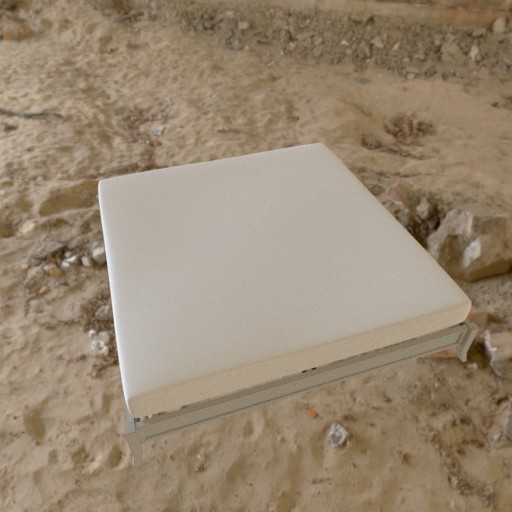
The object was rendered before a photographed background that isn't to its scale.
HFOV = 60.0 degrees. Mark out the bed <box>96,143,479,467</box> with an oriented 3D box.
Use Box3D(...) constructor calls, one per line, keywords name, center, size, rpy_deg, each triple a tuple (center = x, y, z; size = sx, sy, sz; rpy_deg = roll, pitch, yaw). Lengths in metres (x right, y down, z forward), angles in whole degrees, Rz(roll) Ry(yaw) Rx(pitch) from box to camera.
Box3D(name="bed", center=(0.000, 0.000, 3.046), size=(2.007, 0.510, 2.108), rpy_deg=(-13, 43, -14))
